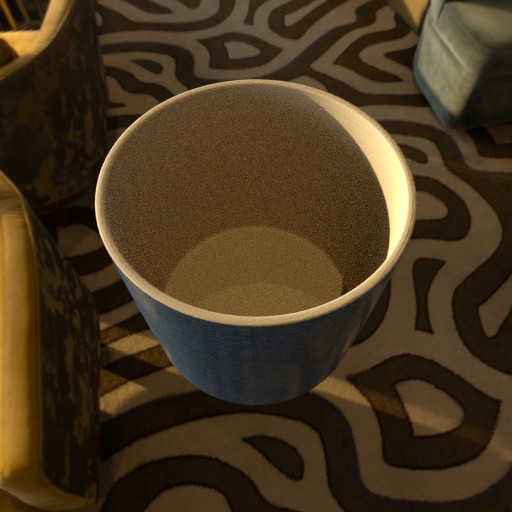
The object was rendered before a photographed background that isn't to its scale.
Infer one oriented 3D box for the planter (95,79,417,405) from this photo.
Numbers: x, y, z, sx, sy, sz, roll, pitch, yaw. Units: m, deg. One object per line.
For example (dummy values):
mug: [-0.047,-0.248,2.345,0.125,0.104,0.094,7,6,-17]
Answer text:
planter: [0.000,0.000,0.395,0.221,0.201,0.221,0,58,0]
